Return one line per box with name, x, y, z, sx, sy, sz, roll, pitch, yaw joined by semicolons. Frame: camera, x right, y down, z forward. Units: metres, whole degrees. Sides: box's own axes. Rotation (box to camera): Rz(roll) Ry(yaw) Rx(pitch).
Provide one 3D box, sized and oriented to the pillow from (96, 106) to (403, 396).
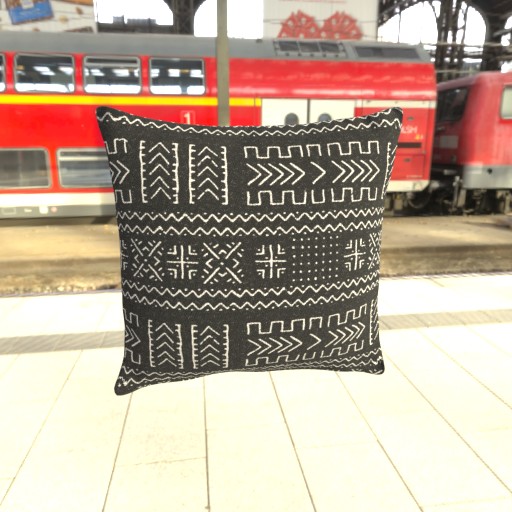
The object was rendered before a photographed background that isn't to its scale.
pillow;0.000;0.000;0.663;0.438;0.430;0.164;-2;15;-9
